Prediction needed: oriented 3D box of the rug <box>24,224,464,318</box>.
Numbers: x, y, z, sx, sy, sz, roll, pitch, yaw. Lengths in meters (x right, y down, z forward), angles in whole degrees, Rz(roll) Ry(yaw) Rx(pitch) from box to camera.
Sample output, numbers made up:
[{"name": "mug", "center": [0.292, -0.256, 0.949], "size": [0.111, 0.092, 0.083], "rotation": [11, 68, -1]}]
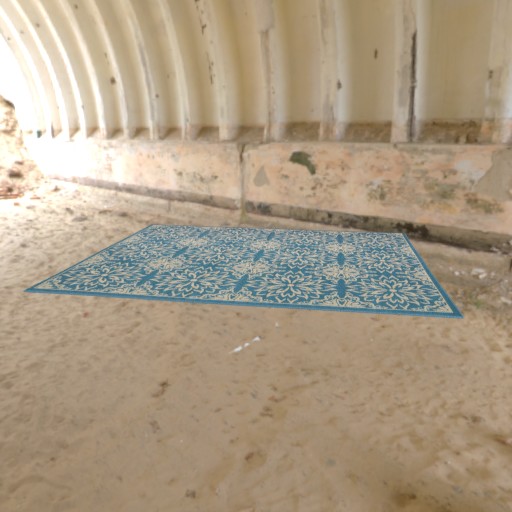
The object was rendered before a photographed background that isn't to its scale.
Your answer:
[{"name": "rug", "center": [0.000, 0.000, 4.026], "size": [2.964, 0.018, 2.350], "rotation": [3, 16, 9]}]
